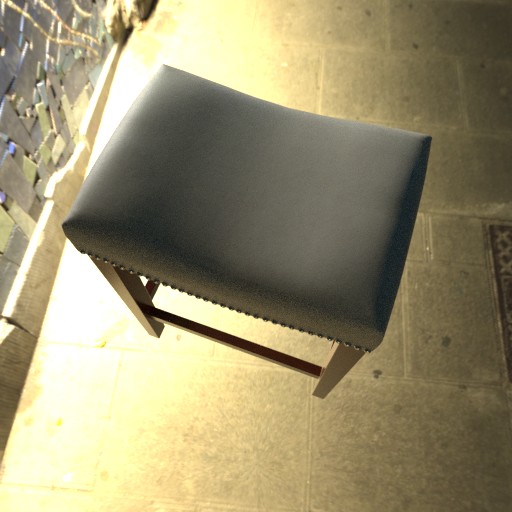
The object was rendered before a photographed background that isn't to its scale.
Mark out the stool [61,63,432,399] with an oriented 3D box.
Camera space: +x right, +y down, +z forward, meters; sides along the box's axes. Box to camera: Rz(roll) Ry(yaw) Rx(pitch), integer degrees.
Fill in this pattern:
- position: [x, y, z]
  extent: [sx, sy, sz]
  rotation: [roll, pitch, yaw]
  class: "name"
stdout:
- position: [0.000, 0.000, 0.958]
  extent: [0.509, 0.632, 0.375]
  rotation: [18, 66, 8]
  class: "stool"
